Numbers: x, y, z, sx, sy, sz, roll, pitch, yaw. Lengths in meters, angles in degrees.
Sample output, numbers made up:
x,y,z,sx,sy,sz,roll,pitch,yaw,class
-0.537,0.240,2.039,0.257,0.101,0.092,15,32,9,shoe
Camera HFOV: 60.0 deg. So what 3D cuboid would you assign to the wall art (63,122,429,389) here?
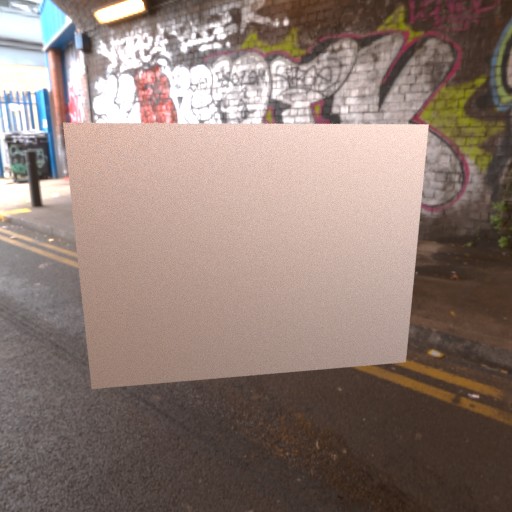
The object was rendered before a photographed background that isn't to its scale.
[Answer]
x,y,z,sx,sy,sz,roll,pitch,yaw,class
0.000,0.000,1.403,1.056,0.801,0.066,-2,15,-9,wall art
